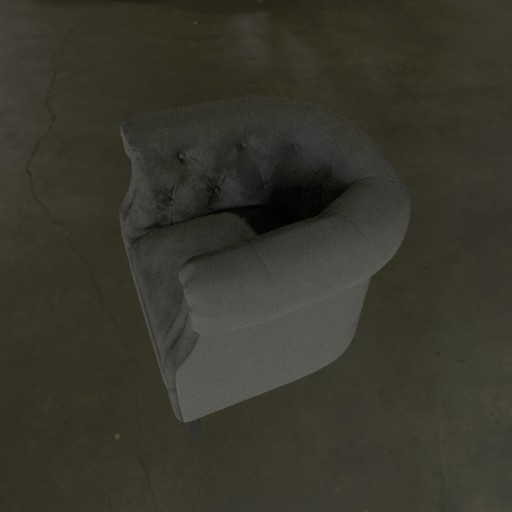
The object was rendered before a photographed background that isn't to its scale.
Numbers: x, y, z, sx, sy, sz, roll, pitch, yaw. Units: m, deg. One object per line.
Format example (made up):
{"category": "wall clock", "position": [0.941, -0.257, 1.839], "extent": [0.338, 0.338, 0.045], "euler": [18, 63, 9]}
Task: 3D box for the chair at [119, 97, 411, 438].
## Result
{"category": "chair", "position": [0.000, 0.000, 1.575], "extent": [0.851, 0.826, 0.904], "euler": [-17, 48, -15]}
